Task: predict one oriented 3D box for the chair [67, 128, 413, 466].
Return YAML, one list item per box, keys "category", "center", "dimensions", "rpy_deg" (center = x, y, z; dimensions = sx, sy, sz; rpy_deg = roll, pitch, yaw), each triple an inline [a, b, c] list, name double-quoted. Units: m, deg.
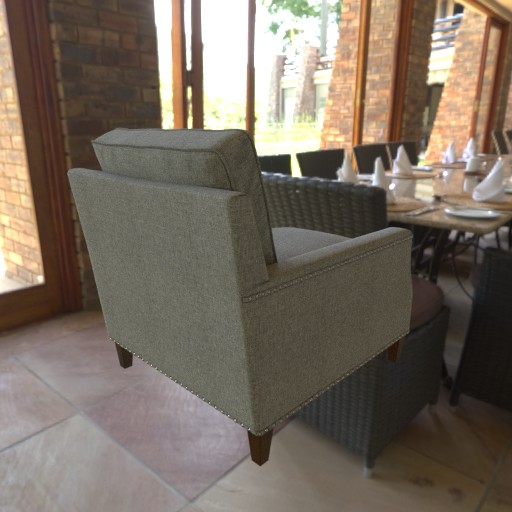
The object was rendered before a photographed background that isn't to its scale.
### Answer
- category: "chair"
  center: [0.000, 0.000, 1.687]
  dimensions: [0.853, 0.943, 1.014]
  rpy_deg: [16, 23, 42]
